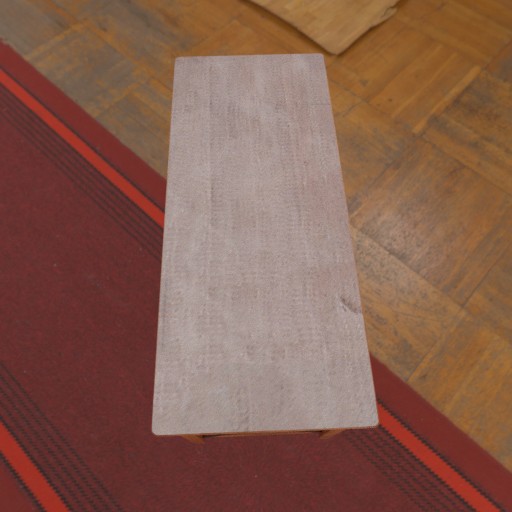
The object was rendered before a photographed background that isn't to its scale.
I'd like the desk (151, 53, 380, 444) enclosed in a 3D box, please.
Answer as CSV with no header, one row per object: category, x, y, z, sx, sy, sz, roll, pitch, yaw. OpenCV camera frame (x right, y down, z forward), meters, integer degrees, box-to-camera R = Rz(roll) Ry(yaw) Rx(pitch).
desk,0.000,0.000,1.740,0.574,0.756,1.353,-2,64,-1
